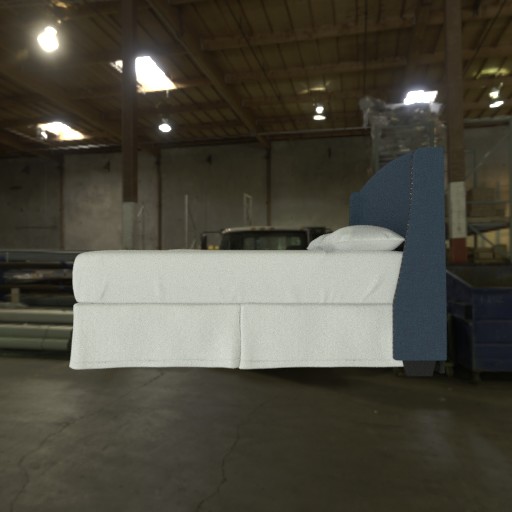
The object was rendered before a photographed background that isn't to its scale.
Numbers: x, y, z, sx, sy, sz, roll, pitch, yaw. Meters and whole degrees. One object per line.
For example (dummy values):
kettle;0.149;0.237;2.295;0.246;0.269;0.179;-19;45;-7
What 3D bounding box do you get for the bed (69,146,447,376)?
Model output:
bed;0.000;0.000;3.399;2.237;1.407;1.710;0;-1;0
